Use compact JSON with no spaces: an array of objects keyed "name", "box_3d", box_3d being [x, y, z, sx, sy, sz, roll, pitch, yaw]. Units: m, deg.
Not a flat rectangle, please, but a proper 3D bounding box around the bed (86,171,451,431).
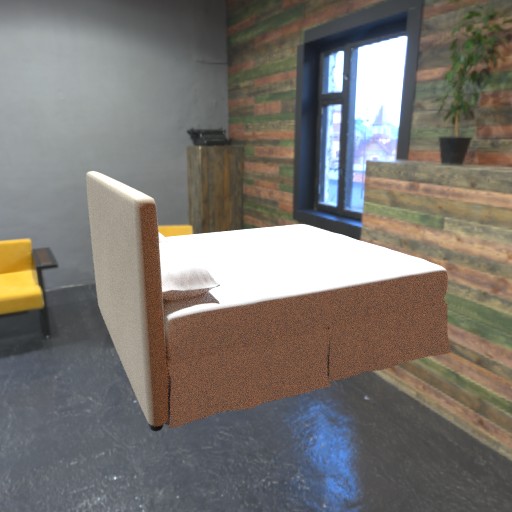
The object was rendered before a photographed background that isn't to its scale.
[{"name":"bed","box_3d":[0.000,0.000,3.603,2.319,1.317,2.119,-7,16,-25]}]
